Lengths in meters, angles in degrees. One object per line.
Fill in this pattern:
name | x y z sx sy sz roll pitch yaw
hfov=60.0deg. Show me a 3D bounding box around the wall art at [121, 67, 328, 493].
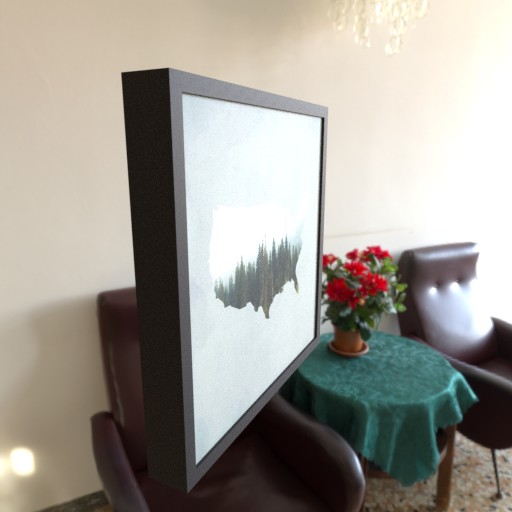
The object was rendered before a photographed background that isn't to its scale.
wall art | 0.000 0.000 0.443 0.038 0.304 0.304 7 15 26
